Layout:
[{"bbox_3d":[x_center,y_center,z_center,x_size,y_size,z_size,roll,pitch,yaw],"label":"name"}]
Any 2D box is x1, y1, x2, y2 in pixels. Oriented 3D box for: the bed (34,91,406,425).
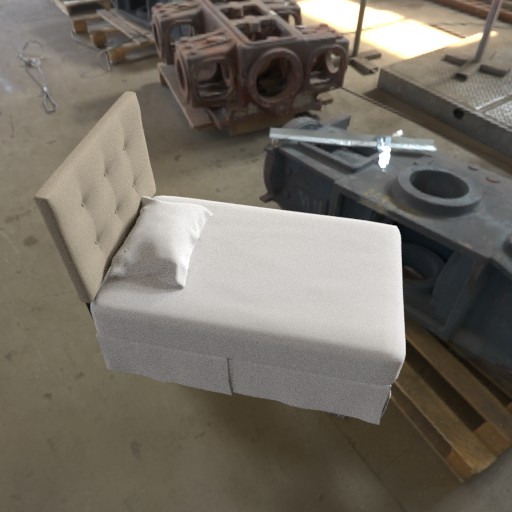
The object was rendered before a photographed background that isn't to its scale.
[{"bbox_3d":[0.000,0.000,2.931,1.997,1.571,1.261,8,47,8],"label":"bed"}]
